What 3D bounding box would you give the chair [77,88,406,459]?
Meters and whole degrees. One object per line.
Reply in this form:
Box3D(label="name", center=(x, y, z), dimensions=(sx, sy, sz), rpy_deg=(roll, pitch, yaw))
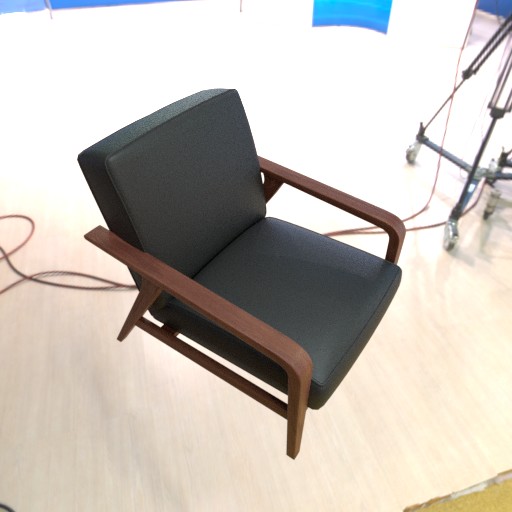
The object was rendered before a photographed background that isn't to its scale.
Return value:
Box3D(label="chair", center=(0.000, 0.000, 1.510), dimensions=(0.889, 0.861, 0.719), rpy_deg=(25, 48, 25))
